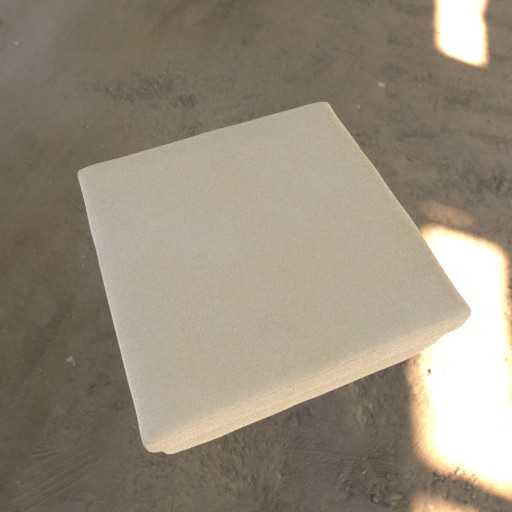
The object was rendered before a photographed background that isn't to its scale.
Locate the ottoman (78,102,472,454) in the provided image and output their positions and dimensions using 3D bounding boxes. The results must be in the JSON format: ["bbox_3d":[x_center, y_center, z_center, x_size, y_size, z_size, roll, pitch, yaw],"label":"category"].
[{"bbox_3d":[0.000,0.000,1.843,1.205,0.522,1.190,-19,61,-11],"label":"ottoman"}]
